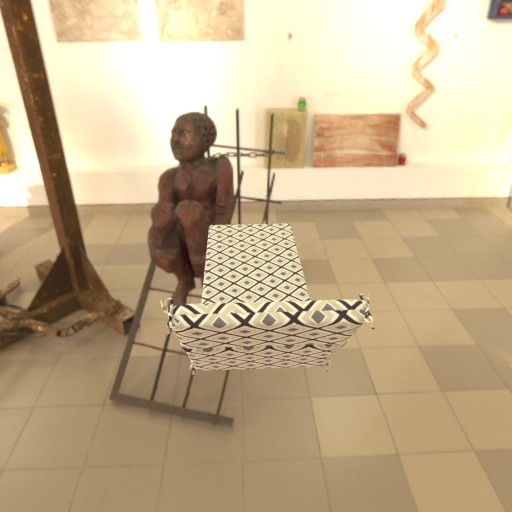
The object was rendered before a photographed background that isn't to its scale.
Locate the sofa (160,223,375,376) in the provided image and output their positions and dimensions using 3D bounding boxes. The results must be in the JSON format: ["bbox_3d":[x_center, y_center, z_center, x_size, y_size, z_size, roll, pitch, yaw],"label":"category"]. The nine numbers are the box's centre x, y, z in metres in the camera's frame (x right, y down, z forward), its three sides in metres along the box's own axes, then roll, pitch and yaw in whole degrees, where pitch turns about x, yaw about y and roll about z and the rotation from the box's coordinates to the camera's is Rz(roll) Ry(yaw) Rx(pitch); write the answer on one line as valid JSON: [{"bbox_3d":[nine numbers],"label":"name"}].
[{"bbox_3d":[0.000,0.000,1.983,0.582,0.622,1.663,-1,30,-2],"label":"sofa"}]
